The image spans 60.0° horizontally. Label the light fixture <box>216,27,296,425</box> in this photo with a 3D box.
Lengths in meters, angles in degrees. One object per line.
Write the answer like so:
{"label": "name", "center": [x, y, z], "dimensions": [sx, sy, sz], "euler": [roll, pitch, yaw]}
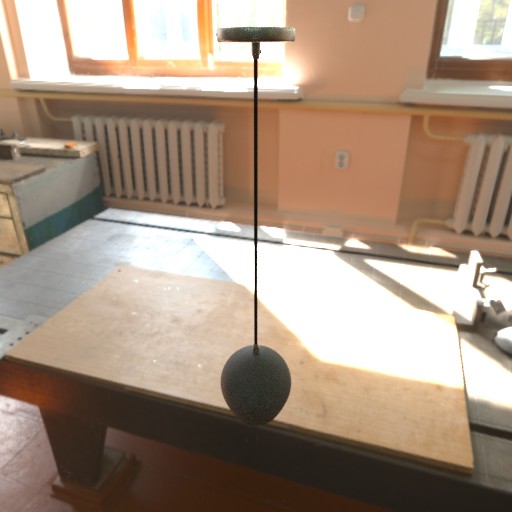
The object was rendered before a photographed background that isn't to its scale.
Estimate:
{"label": "light fixture", "center": [0.000, 0.000, 0.831], "dimensions": [0.153, 0.760, 0.153], "euler": [-18, 31, -33]}
